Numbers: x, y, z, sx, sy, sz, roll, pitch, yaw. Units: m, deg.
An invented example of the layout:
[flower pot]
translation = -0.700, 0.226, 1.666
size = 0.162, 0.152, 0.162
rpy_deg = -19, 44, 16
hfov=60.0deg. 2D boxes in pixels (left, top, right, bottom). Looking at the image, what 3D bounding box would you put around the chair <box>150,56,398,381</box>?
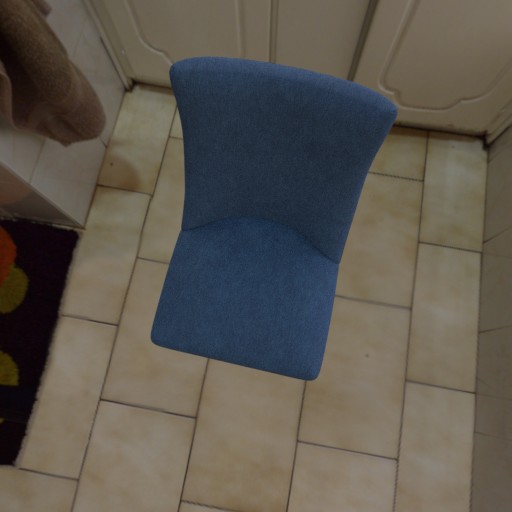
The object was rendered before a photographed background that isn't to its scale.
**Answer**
[chair]
translation = 0.000, 0.000, 1.264
size = 0.495, 0.902, 0.609
rpy_deg = 12, 75, 3
